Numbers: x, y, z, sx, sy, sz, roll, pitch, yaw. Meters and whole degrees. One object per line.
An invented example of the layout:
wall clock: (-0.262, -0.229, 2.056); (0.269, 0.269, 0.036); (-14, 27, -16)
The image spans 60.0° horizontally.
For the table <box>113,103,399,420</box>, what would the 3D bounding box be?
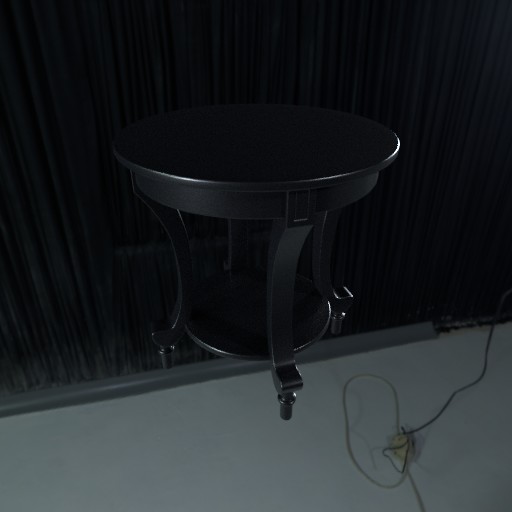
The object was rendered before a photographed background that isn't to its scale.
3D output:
table: (0.000, 0.000, 1.112); (0.597, 0.618, 0.597); (0, 30, 0)
